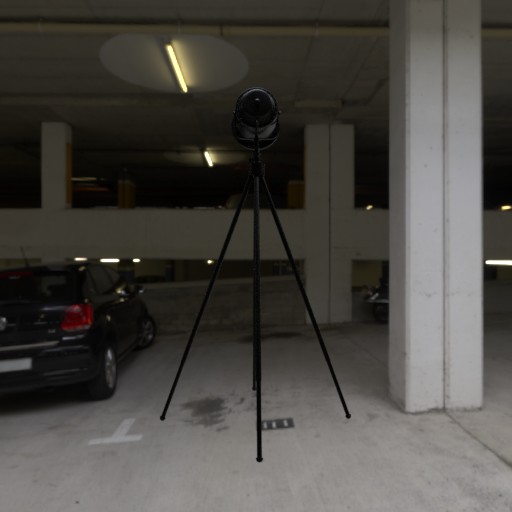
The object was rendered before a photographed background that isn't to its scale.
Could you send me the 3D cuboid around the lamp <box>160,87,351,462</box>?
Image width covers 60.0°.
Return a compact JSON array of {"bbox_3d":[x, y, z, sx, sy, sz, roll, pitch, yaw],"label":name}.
[{"bbox_3d":[0.000,0.000,2.041,0.879,1.504,0.884,0,0,-2],"label":"lamp"}]
